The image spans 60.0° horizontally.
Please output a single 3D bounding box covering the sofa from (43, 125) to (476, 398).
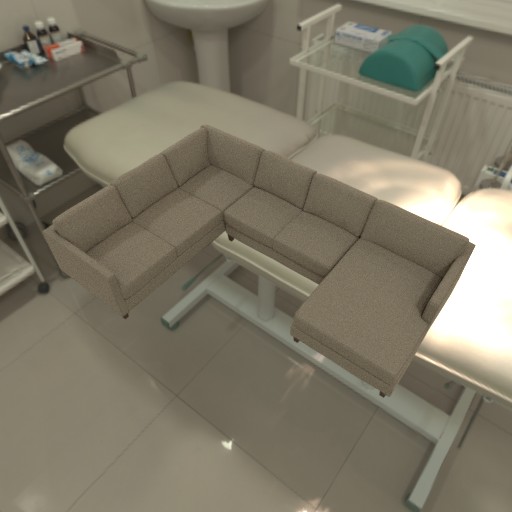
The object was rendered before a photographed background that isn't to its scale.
[{"bbox_3d":[0.000,0.000,4.435,3.438,0.865,2.424,29,53,25],"label":"sofa"}]
